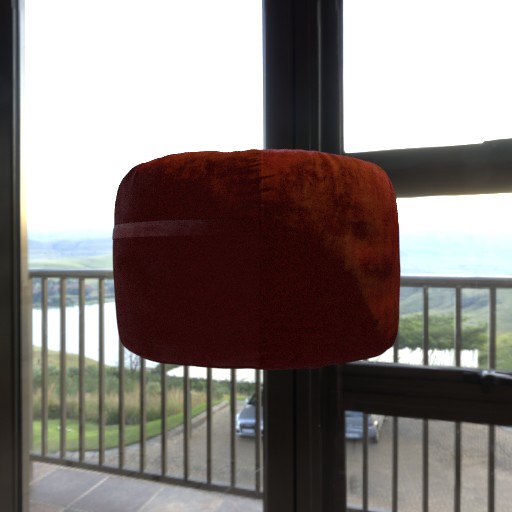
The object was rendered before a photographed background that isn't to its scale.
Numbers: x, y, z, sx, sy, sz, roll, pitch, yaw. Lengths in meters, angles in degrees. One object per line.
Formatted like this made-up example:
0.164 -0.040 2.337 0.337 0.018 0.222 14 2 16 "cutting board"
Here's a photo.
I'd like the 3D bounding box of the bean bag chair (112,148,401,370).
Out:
0.000 0.000 1.970 1.219 0.762 1.219 0 0 0 "bean bag chair"
